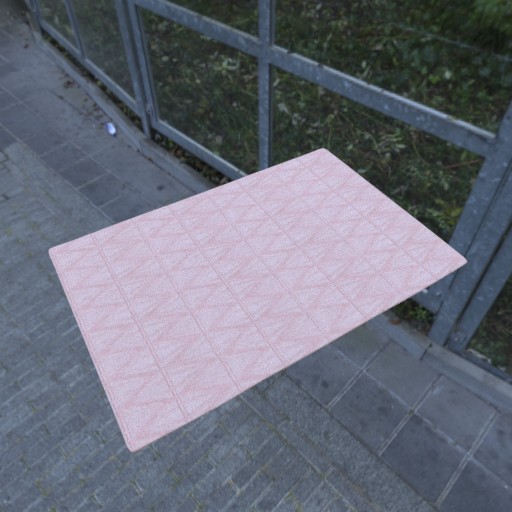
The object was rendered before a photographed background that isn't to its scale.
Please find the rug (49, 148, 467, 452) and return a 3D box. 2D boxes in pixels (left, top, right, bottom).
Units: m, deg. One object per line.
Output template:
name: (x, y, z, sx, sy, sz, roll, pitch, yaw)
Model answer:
rug: (0.000, 0.000, 3.013, 2.390, 0.015, 1.609, -24, 51, -21)
